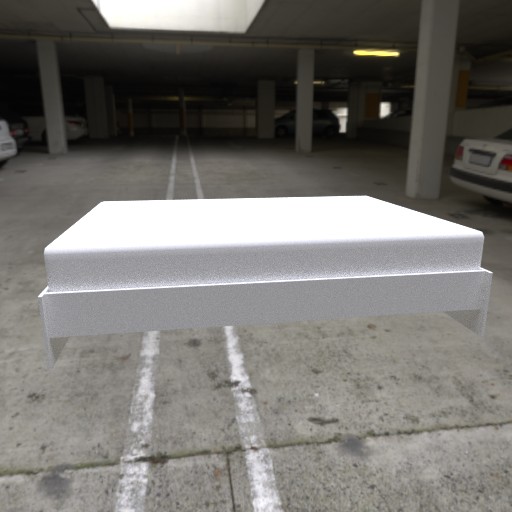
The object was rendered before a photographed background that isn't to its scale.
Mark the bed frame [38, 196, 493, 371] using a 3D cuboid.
[{"bbox_3d":[0.000,0.000,2.570,1.945,0.497,1.445,-2,15,-9],"label":"bed frame"}]
